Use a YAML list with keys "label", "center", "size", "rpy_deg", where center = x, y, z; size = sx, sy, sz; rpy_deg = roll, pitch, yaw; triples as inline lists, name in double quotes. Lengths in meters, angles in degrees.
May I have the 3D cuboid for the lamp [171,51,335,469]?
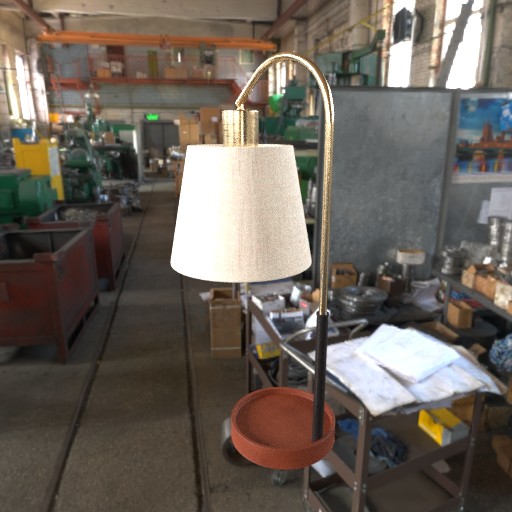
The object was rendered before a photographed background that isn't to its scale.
- label: "lamp"
  center: [0.000, 0.000, 0.646]
  size: [0.211, 0.536, 0.273]
  rpy_deg: [-15, 21, -42]
